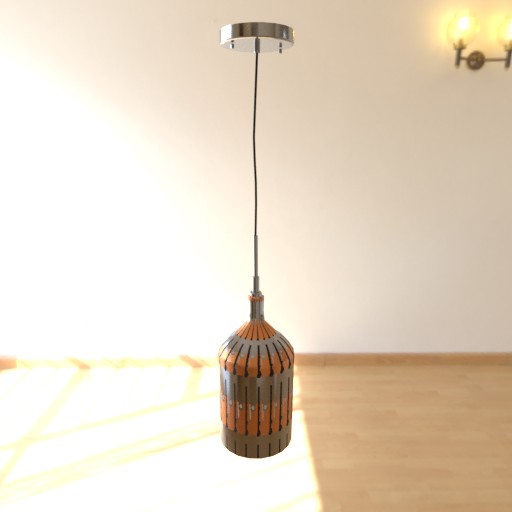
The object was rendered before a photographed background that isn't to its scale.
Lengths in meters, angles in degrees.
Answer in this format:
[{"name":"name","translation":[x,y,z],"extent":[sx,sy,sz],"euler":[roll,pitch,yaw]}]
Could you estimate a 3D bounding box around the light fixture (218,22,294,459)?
[{"name":"light fixture","translation":[0.000,0.000,1.660],"extent":[0.303,1.535,0.303],"euler":[0,14,0]}]
